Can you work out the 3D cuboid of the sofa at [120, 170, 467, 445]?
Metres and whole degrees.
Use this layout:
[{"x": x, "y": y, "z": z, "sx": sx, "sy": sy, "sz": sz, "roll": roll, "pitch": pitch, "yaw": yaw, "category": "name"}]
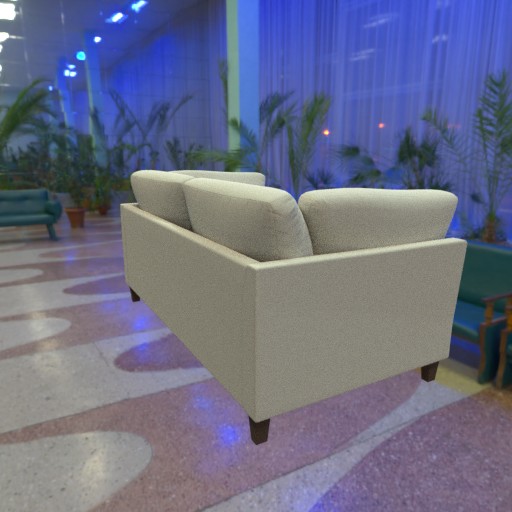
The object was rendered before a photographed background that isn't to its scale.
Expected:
[{"x": 0.000, "y": 0.000, "z": 2.293, "sx": 0.970, "sy": 0.836, "sz": 1.776, "roll": -8, "pitch": 16, "yaw": -28, "category": "sofa"}]
